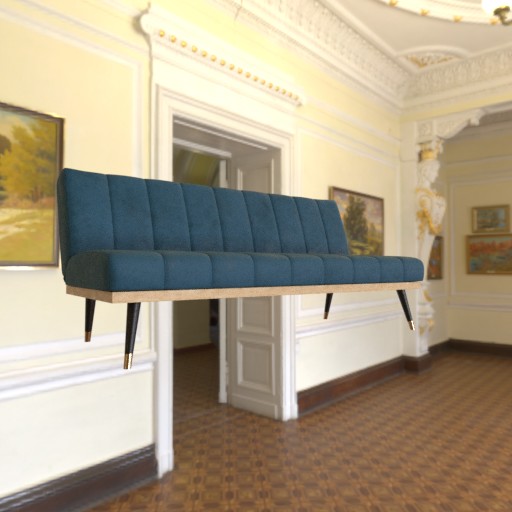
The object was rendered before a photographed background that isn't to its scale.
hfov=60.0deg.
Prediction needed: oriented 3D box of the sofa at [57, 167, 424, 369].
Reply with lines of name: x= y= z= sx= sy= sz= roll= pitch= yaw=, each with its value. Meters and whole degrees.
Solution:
sofa: x=0.000 y=0.000 z=2.341 sx=1.810 sy=0.825 sz=0.830 roll=1 pitch=-2 yaw=-36
